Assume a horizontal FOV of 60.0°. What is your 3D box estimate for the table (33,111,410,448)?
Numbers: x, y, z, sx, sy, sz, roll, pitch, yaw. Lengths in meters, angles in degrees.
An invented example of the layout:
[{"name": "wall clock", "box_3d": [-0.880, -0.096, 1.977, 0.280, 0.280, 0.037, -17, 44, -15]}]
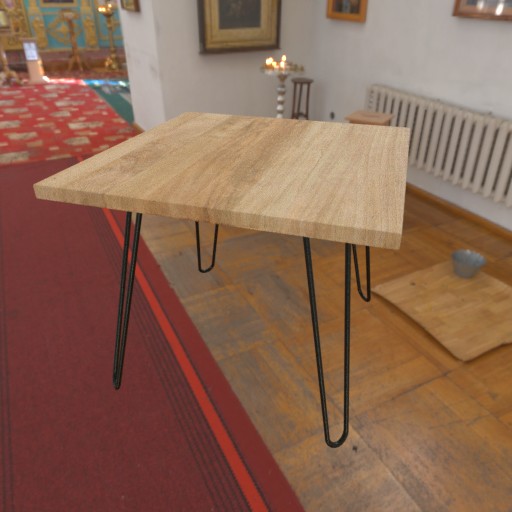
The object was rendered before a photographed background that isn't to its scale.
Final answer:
[{"name": "table", "box_3d": [0.000, 0.000, 1.038, 0.599, 0.500, 0.599, 9, 31, 15]}]
